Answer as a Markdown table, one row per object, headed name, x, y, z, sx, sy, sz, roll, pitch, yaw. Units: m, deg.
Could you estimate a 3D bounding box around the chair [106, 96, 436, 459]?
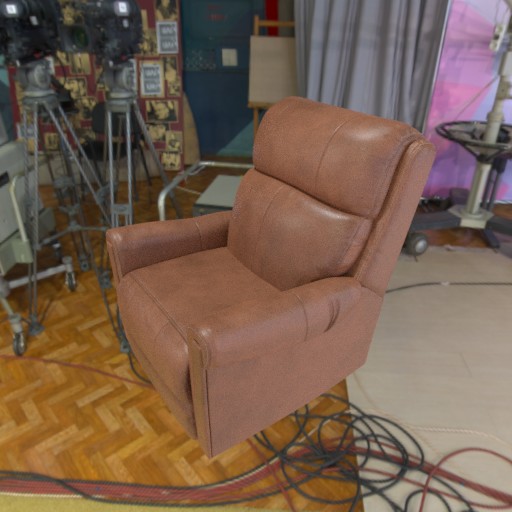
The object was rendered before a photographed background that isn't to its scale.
| name | x | y | z | sx | sy | sz | roll | pitch | yaw |
| --- | --- | --- | --- | --- | --- | --- | --- | --- | --- |
| chair | 0.000 | 0.000 | 1.742 | 1.014 | 1.054 | 0.838 | -20 | 36 | -30 |
